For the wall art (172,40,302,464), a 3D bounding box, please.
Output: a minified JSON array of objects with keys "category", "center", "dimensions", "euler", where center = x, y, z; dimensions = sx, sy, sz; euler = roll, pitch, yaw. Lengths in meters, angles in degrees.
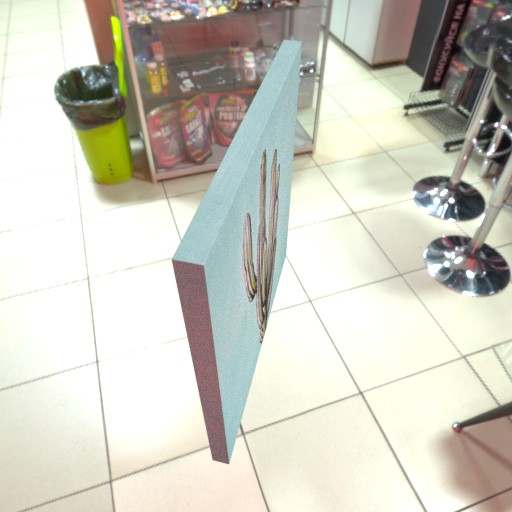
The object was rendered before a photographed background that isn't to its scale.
[{"category":"wall art","center":[0.000,0.000,0.882],"dimensions":[0.036,0.603,0.603],"euler":[10,48,9]}]
